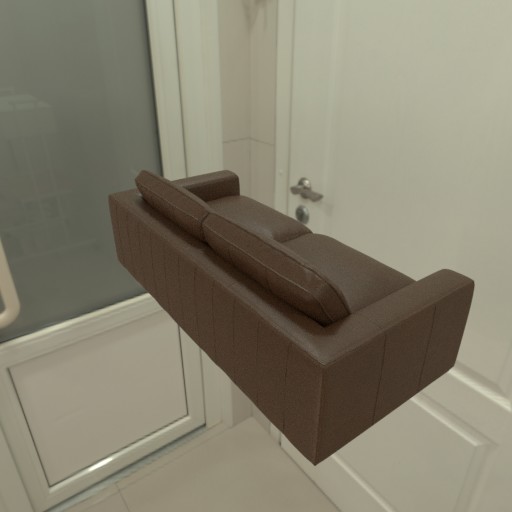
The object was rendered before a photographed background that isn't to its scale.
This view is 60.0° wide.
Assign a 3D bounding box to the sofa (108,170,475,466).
[{"bbox_3d":[0.000,0.000,2.764,1.070,0.801,2.262,-19,34,-31],"label":"sofa"}]
